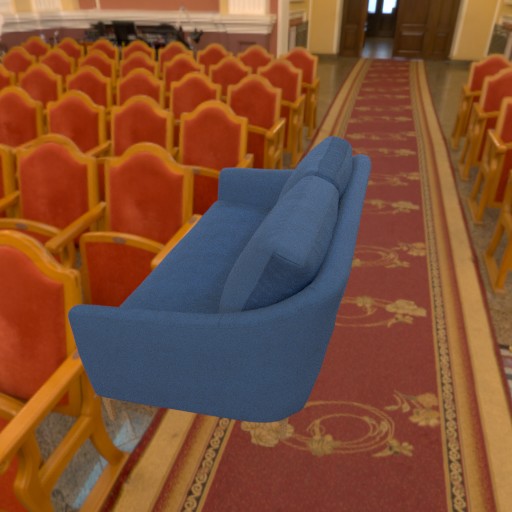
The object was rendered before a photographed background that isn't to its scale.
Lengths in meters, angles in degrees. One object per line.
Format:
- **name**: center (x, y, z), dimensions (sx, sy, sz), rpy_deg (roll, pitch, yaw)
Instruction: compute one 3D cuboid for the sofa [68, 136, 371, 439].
- **sofa**: center (0.000, 0.000, 2.183), dimensions (0.960, 0.902, 1.619), rpy_deg (8, 32, 14)
